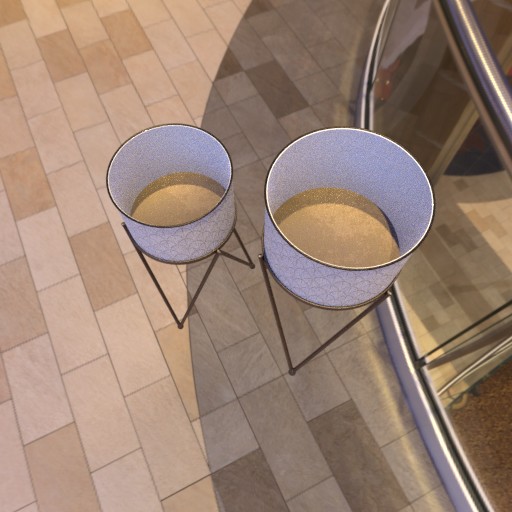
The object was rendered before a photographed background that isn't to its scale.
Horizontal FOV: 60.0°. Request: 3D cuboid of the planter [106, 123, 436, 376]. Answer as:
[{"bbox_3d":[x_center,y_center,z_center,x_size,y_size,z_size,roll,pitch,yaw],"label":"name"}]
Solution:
[{"bbox_3d":[0.000,0.000,1.196,0.769,0.712,0.413,16,66,7],"label":"planter"}]
